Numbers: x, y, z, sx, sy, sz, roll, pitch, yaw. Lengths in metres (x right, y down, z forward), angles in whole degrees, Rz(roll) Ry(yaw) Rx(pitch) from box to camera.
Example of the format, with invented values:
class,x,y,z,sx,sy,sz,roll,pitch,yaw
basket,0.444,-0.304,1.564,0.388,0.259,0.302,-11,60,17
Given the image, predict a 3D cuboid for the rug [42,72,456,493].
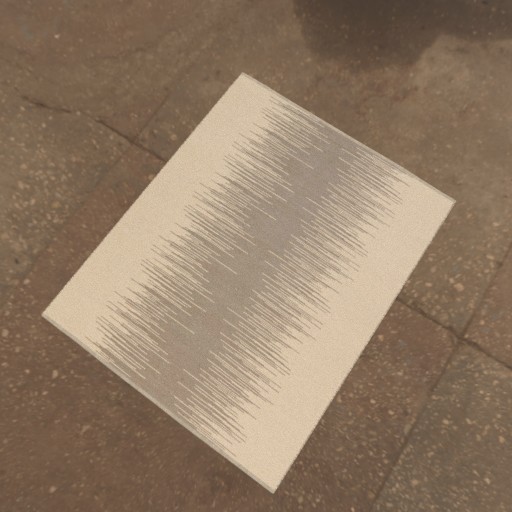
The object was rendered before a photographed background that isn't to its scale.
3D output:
class,x,y,z,sx,sy,sz,roll,pitch,yaw
rug,0.000,0.000,3.996,2.453,0.010,3.037,34,77,9
